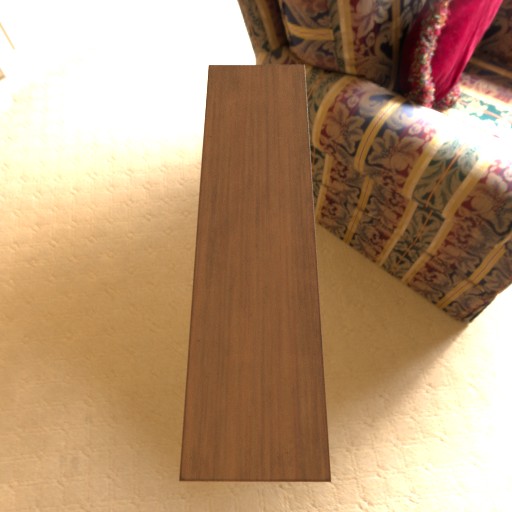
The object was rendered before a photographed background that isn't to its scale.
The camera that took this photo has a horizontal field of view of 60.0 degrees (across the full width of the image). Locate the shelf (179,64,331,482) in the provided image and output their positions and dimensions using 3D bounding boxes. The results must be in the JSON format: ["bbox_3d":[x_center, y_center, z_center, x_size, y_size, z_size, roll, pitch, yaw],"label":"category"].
[{"bbox_3d":[0.000,0.000,0.705,0.166,0.190,0.636,0,64,0],"label":"shelf"}]
